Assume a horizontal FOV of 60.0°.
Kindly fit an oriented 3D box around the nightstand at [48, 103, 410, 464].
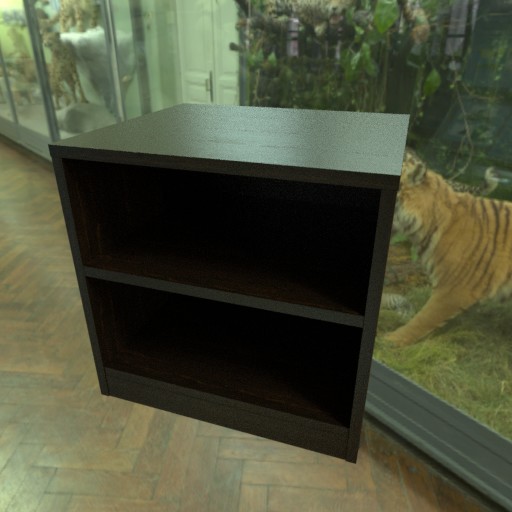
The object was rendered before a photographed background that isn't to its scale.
[{"bbox_3d":[0.000,0.000,0.858,0.489,0.487,0.427,9,28,16],"label":"nightstand"}]
